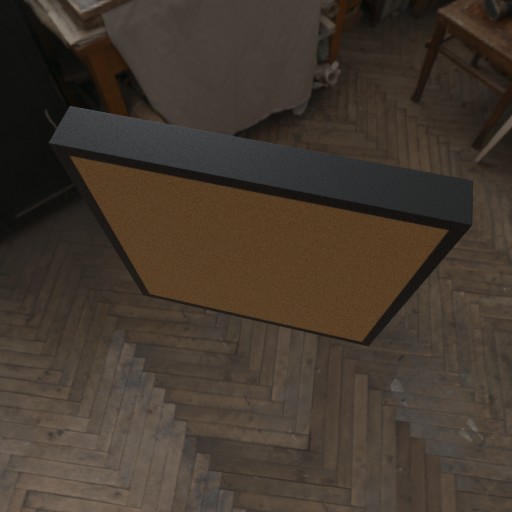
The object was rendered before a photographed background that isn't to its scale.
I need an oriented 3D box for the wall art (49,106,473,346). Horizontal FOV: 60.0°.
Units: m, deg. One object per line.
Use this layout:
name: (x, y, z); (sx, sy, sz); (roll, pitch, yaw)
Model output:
wall art: (0.000, 0.000, 0.453); (0.304, 0.304, 0.038); (12, 64, 6)
